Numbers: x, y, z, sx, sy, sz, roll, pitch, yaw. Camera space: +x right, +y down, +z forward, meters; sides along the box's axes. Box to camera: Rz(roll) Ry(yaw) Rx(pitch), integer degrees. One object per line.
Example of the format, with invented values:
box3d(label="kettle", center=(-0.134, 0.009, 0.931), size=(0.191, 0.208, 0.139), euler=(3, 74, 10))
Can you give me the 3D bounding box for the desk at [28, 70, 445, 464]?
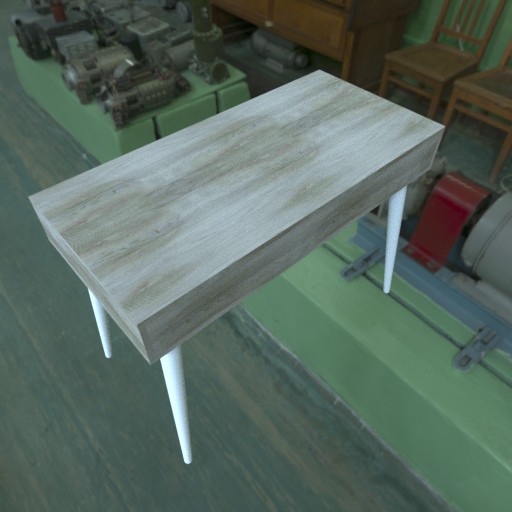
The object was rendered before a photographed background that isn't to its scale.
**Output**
box3d(label="desk", center=(0.000, 0.000, 1.381), size=(0.979, 0.723, 0.491), euler=(-33, 55, -27))
